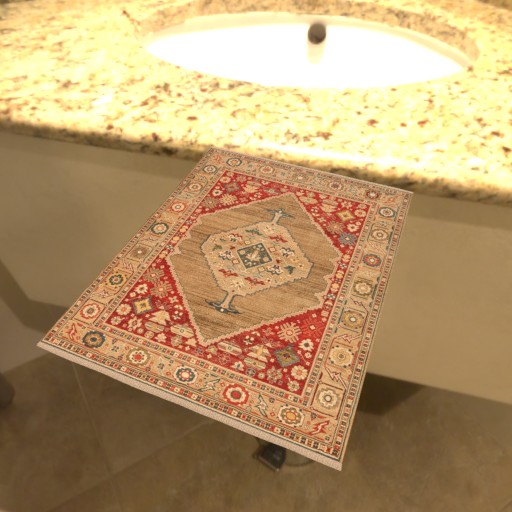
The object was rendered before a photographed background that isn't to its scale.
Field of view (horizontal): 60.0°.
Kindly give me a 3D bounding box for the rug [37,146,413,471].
[{"bbox_3d":[0.000,0.000,4.160,2.451,0.008,3.143,16,48,15],"label":"rug"}]
